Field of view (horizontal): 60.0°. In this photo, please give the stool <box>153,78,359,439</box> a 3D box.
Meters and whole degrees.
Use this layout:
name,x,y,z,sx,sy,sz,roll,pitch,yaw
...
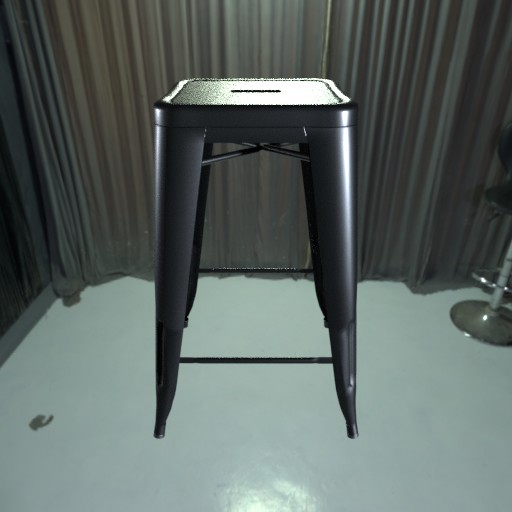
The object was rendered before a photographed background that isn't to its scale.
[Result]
name,x,y,z,sx,sy,sz,roll,pitch,yaw
stool,0.000,0.000,0.855,0.399,0.609,0.359,0,30,0
